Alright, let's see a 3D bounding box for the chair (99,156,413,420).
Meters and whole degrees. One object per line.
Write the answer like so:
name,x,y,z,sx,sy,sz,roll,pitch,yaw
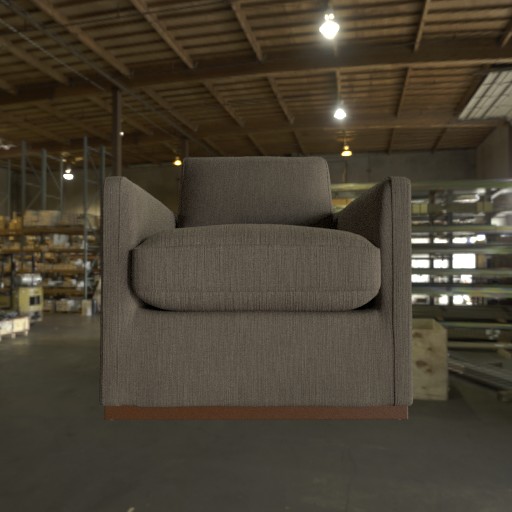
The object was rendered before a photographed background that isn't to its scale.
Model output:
chair,0.000,0.000,1.458,0.763,0.811,0.834,0,-1,0
